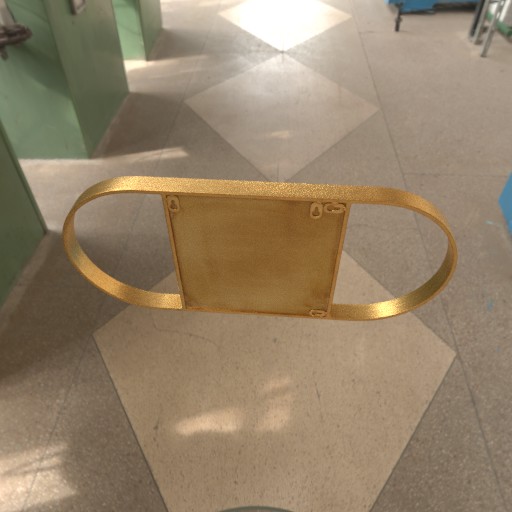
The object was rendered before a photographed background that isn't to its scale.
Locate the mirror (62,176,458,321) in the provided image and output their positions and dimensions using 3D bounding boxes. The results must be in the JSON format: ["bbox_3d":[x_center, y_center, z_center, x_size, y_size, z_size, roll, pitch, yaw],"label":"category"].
[{"bbox_3d":[0.000,0.000,0.677,0.584,0.254,0.032,3,45,3],"label":"mirror"}]
